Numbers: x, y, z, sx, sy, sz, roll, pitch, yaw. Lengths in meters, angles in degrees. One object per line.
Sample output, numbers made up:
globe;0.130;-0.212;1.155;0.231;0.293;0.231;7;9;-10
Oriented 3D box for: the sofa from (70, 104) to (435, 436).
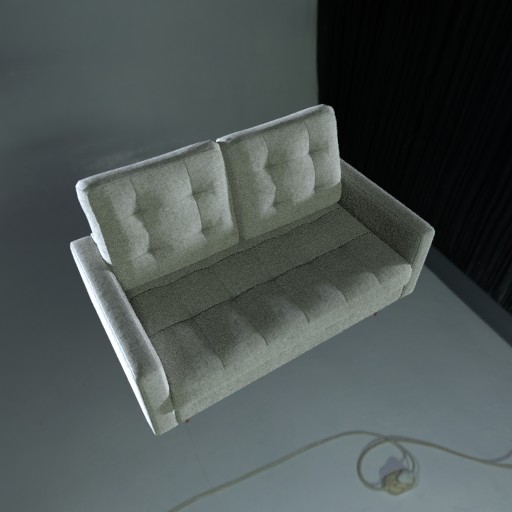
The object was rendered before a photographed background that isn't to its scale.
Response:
sofa;0.000;0.000;2.001;1.407;0.907;0.842;-24;50;-22
